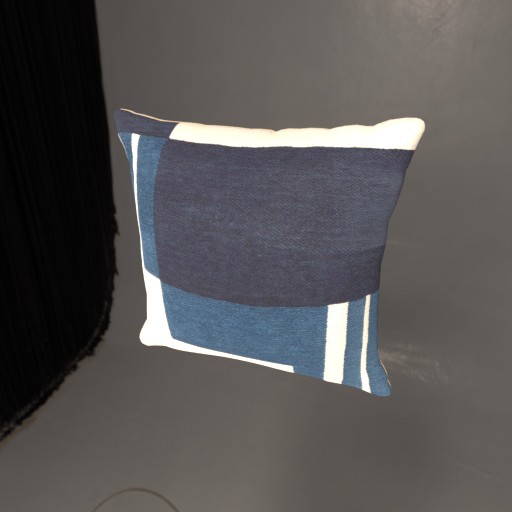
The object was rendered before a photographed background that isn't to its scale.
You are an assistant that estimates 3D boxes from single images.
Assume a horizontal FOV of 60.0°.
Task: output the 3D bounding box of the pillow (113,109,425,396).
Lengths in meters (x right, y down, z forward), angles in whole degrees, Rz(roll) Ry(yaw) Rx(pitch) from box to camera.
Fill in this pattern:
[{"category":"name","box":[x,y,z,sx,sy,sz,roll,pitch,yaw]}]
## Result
[{"category":"pillow","box":[0.000,0.000,0.802,0.536,0.506,0.229,8,28,16]}]
